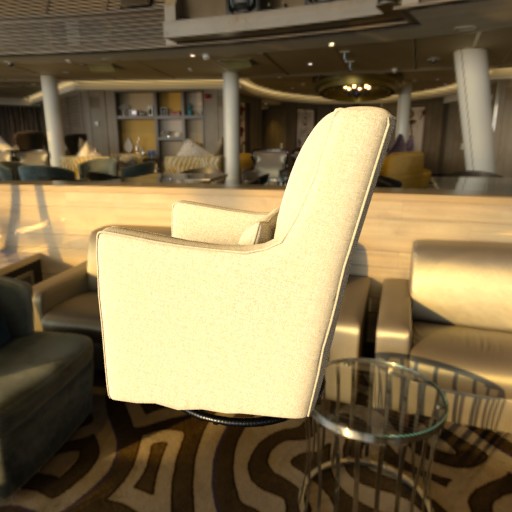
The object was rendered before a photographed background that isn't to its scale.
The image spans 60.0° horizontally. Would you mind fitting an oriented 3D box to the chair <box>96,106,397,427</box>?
[{"bbox_3d":[0.000,0.000,1.587,0.879,0.993,0.732,2,15,9],"label":"chair"}]
